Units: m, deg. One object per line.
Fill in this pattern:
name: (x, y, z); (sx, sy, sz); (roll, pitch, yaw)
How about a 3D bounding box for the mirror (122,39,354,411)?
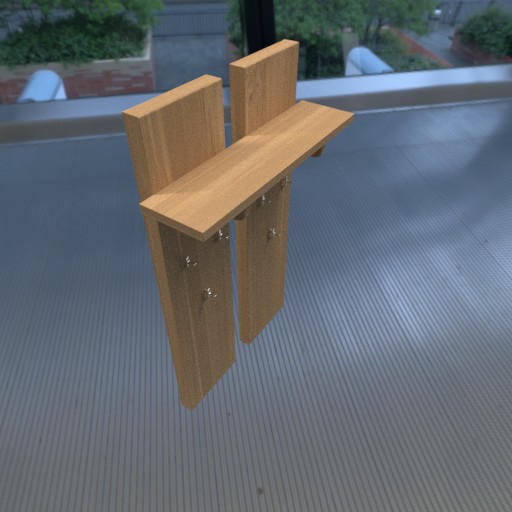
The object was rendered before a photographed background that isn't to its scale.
mirror: (0.000, 0.000, 1.588); (0.260, 1.250, 0.800); (24, 47, 25)
